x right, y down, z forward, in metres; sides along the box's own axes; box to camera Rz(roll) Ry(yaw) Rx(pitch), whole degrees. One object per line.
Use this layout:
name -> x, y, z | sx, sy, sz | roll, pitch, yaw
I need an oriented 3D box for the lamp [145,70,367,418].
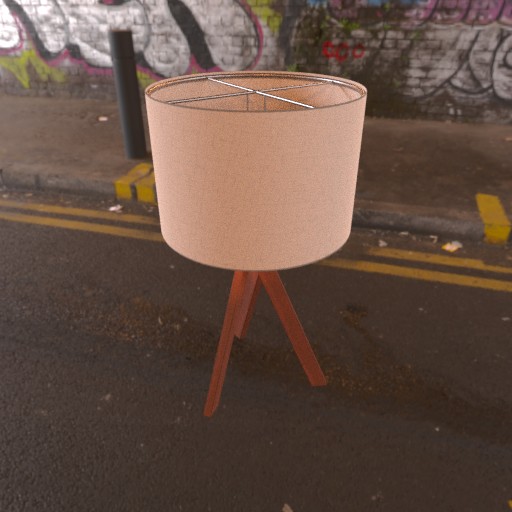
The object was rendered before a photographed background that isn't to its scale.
lamp -> 0.000, 0.000, 0.947 | 0.380, 0.686, 0.380 | -19, 35, -29
